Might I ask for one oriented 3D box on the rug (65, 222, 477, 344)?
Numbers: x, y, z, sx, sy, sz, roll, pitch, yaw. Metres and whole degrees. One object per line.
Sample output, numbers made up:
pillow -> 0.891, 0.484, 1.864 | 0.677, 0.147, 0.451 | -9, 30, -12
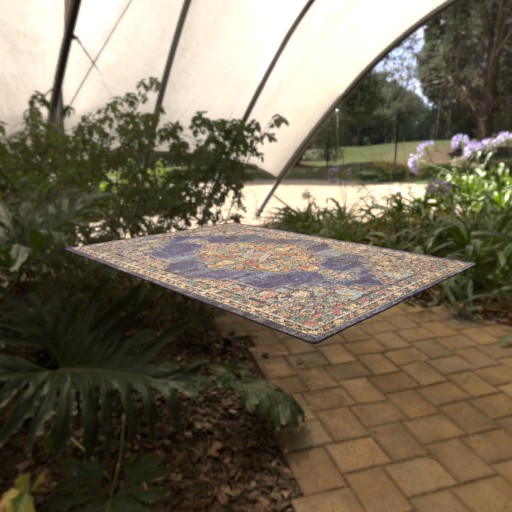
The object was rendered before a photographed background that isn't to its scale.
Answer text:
rug -> 0.000, 0.000, 2.928 | 2.232, 0.009, 1.630 | 13, 19, 43
